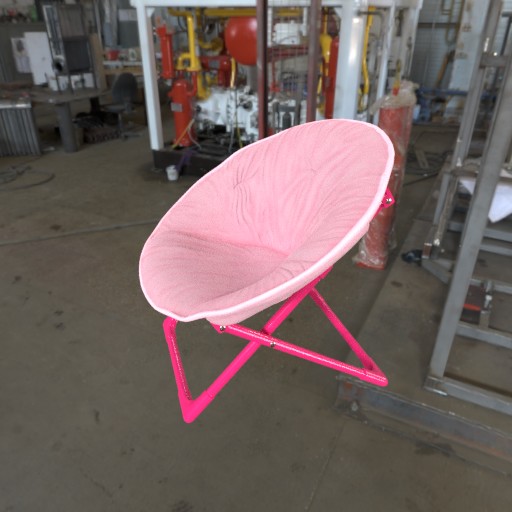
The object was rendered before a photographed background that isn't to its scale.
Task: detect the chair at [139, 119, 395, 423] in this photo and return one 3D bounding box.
[{"bbox_3d":[0.000,0.000,0.890,0.459,0.494,0.522,-9,30,-16],"label":"chair"}]
